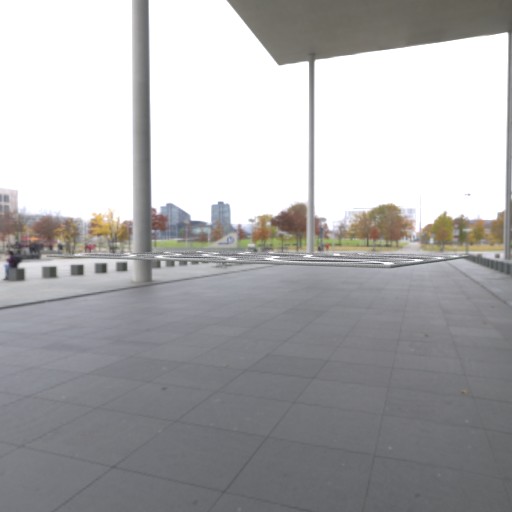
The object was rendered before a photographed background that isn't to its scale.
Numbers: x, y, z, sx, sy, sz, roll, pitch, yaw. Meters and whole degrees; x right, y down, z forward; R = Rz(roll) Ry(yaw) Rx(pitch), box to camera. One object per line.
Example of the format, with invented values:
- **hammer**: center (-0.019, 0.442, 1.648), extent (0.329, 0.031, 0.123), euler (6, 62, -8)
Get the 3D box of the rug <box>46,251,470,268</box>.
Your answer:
- **rug**: center (0.000, 0.000, 2.859), extent (2.290, 0.014, 1.526), euler (1, 2, 35)
